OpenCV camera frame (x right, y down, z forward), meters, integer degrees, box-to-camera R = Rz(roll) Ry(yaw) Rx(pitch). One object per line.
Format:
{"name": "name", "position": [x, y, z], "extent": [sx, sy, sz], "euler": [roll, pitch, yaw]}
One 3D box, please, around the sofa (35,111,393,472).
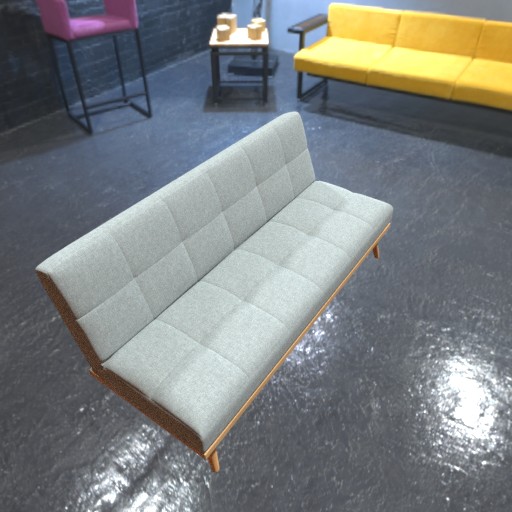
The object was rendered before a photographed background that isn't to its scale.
{"name": "sofa", "position": [0.000, 0.000, 2.275], "extent": [0.800, 0.800, 1.820], "euler": [24, 46, 26]}
